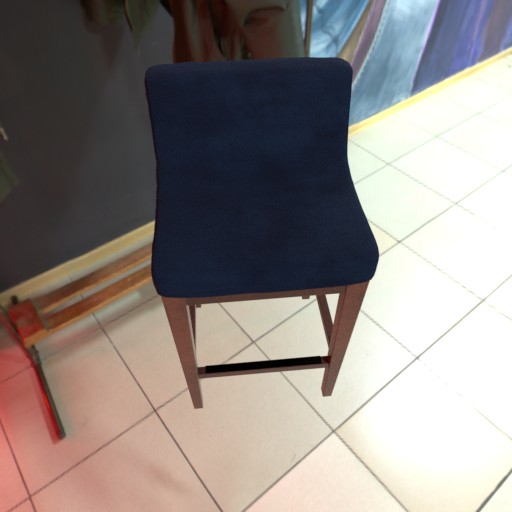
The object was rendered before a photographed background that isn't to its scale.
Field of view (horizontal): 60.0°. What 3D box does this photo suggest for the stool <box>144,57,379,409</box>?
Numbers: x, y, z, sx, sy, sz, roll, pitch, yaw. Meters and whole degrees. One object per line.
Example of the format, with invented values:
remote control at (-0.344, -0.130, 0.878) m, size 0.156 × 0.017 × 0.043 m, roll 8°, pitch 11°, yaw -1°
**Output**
stool at (0.000, 0.000, 1.285) m, size 0.511 × 0.945 × 0.516 m, roll -4°, pitch 48°, yaw -4°
